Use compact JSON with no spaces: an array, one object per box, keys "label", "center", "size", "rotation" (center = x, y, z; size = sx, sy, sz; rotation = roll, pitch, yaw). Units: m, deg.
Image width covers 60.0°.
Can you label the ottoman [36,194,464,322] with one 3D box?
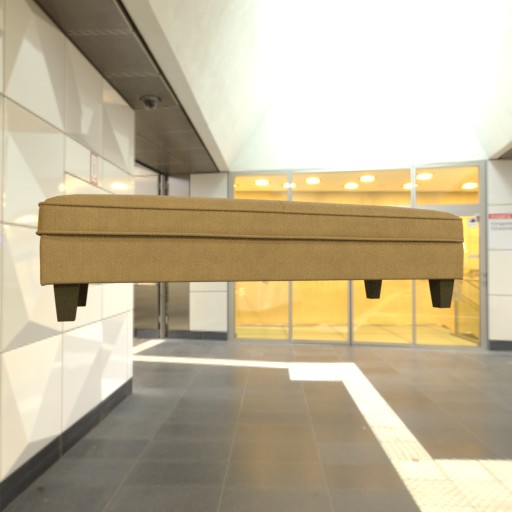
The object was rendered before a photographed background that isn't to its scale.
[{"label":"ottoman","center":[0.000,0.000,2.059],"size":[1.764,0.470,0.751],"rotation":[0,-1,-17]}]
